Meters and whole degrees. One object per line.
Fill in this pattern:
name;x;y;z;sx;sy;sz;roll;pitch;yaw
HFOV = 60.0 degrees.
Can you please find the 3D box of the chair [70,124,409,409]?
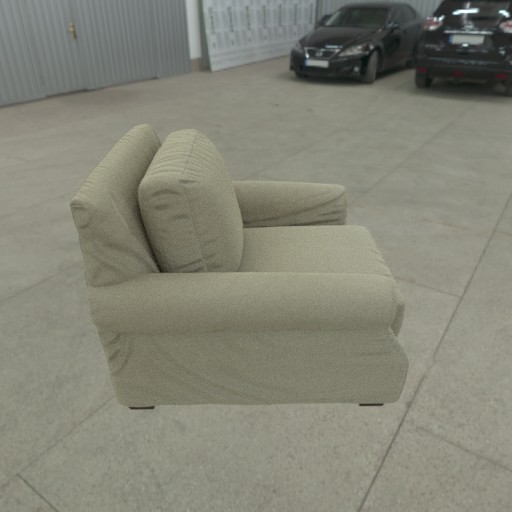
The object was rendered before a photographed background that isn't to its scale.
chair;0.000;0.000;1.733;1.066;0.866;0.940;-1;31;-1
